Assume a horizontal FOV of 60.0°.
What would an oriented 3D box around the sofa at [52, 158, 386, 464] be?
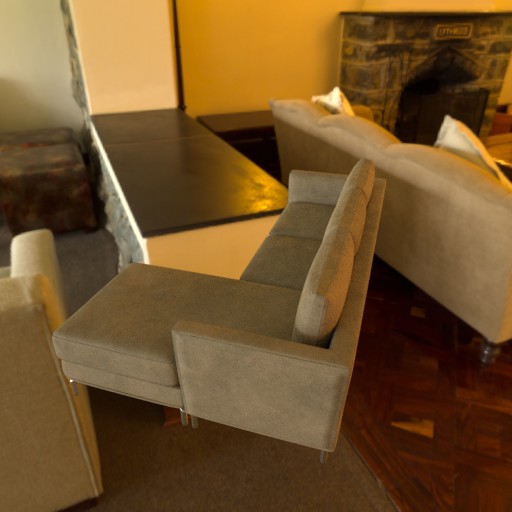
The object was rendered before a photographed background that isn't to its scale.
[{"bbox_3d":[0.000,0.000,3.198,1.622,0.987,2.438,9,31,15],"label":"sofa"}]
